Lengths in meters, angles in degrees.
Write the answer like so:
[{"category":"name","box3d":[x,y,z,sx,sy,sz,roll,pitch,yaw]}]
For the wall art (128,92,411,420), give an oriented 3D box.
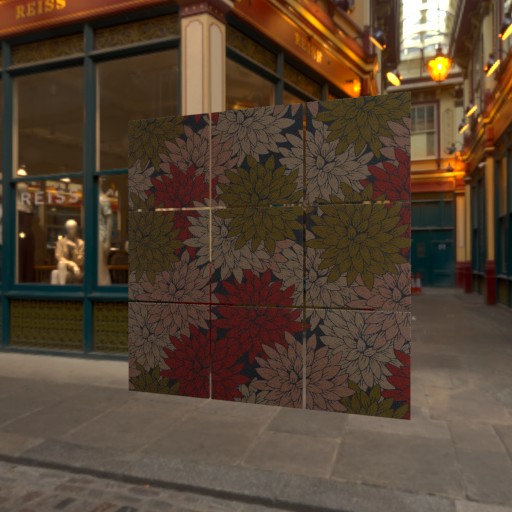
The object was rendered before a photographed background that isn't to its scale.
[{"category":"wall art","box3d":[0.000,0.000,1.830,1.206,1.218,0.013,0,0,17]}]
